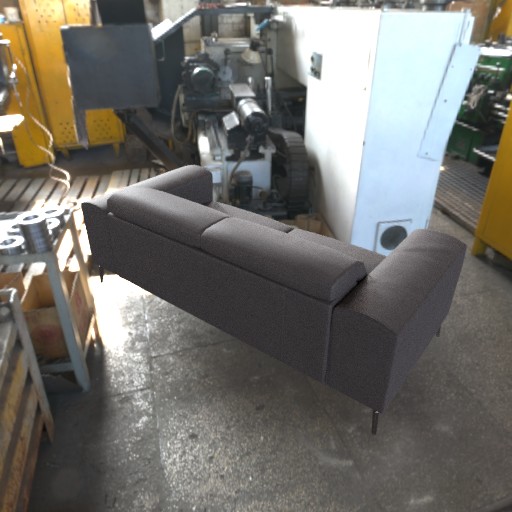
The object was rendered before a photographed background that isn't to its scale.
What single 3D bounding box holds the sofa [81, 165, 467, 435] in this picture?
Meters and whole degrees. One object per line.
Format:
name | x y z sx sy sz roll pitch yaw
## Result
sofa | 0.000 0.000 2.933 2.330 0.814 1.048 21 36 32
